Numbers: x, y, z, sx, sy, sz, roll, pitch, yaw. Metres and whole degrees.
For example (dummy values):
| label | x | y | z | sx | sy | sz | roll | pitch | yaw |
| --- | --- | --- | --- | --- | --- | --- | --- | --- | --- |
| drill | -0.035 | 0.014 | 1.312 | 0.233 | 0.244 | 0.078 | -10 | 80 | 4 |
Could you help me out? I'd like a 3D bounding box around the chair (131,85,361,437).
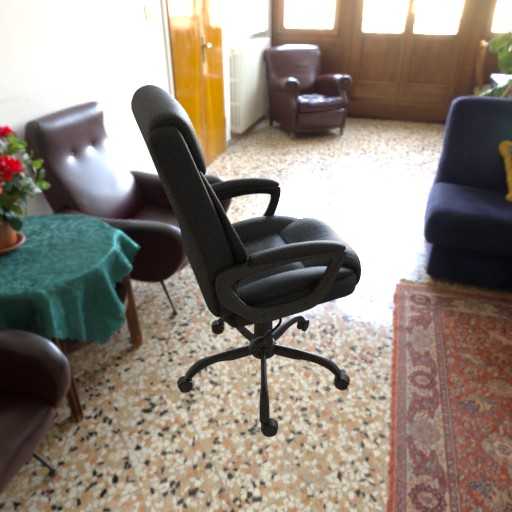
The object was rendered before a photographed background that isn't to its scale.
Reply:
| label | x | y | z | sx | sy | sz | roll | pitch | yaw |
| --- | --- | --- | --- | --- | --- | --- | --- | --- | --- |
| chair | 0.000 | 0.000 | 1.490 | 0.655 | 1.072 | 0.615 | -10 | 32 | -16 |
